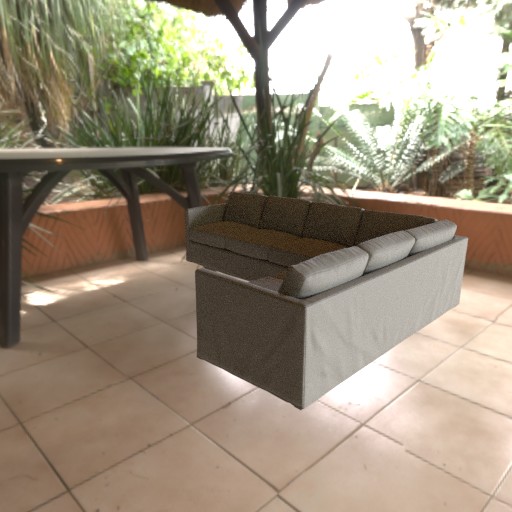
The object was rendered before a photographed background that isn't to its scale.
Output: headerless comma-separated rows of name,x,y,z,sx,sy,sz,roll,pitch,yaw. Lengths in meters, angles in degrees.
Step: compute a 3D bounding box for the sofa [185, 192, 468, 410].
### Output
sofa,0.000,0.000,4.422,3.182,0.871,2.432,15,21,43
